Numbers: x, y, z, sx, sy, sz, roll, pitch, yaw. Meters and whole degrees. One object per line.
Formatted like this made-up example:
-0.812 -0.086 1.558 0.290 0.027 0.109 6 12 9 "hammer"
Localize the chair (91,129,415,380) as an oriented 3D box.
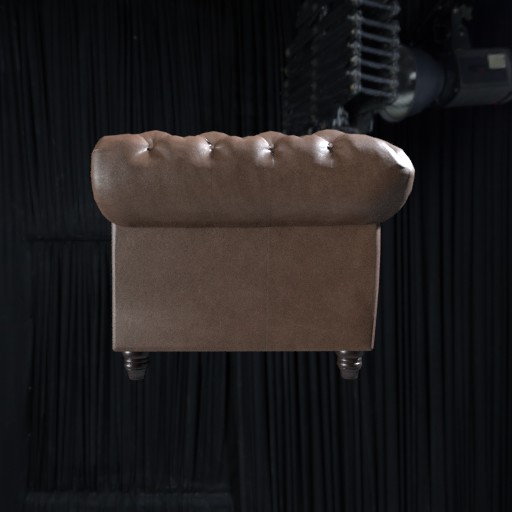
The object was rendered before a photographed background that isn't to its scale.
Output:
0.000 0.000 1.856 0.954 0.784 1.298 0 1 -1 "chair"
